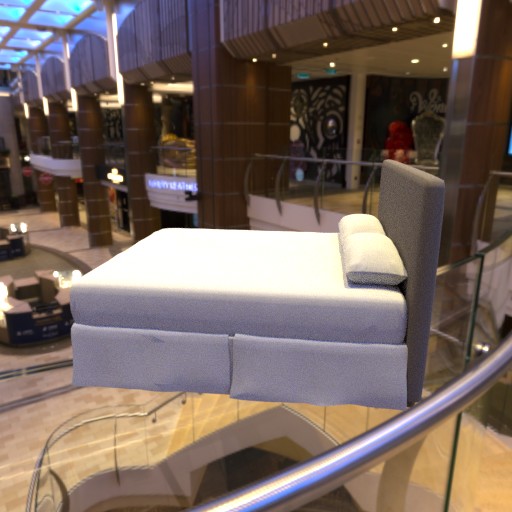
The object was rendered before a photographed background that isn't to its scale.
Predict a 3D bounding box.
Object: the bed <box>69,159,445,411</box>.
[{"bbox_3d":[0.000,0.000,3.261,2.142,1.330,1.748,2,16,8],"label":"bed"}]
